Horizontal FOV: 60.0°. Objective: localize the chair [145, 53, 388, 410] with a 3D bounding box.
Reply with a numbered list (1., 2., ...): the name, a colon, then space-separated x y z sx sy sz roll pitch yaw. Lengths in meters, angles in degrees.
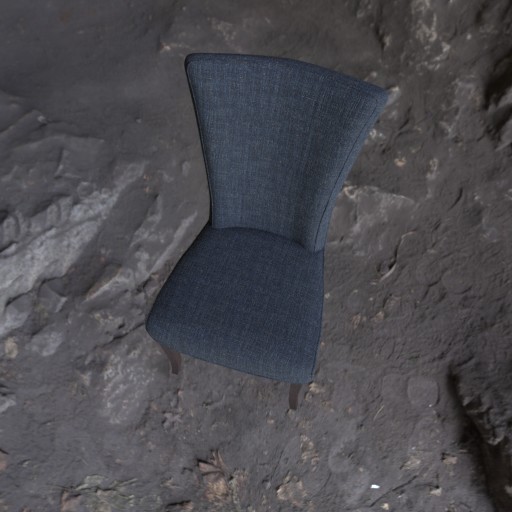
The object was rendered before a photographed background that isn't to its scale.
1. chair: 0.000 0.000 1.384 0.520 0.991 0.660 14 60 8
